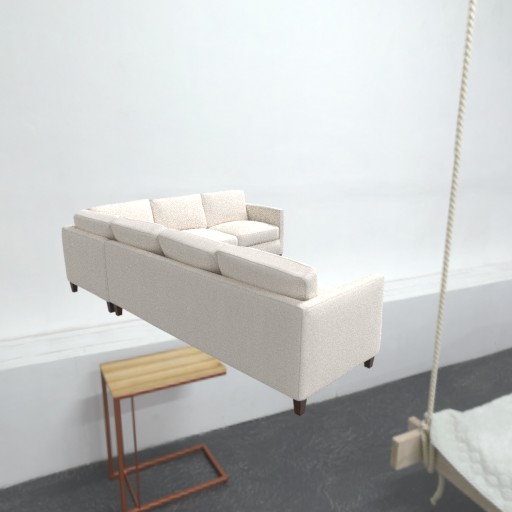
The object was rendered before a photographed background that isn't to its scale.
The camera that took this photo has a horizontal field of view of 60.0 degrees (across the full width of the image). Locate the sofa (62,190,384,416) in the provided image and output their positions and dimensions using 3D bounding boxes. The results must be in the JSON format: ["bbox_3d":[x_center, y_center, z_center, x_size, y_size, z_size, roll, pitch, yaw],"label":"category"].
[{"bbox_3d":[0.000,0.000,4.498,3.302,0.947,2.593,14,21,43],"label":"sofa"}]
